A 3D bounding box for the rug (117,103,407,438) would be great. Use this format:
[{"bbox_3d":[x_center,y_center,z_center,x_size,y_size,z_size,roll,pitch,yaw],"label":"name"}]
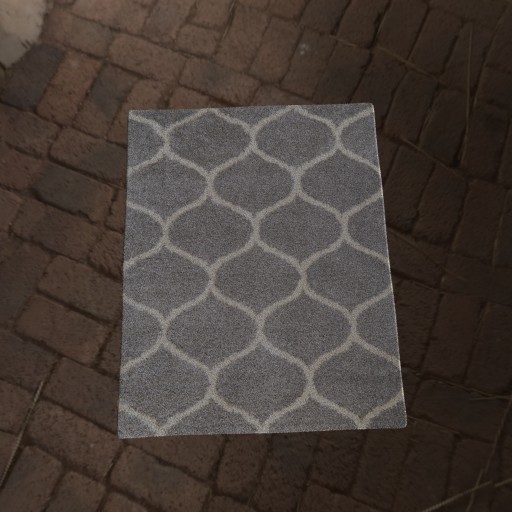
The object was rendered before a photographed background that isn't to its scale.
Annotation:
[{"bbox_3d":[0.000,0.000,3.994,2.399,0.026,3.000,-2,77,0],"label":"rug"}]
